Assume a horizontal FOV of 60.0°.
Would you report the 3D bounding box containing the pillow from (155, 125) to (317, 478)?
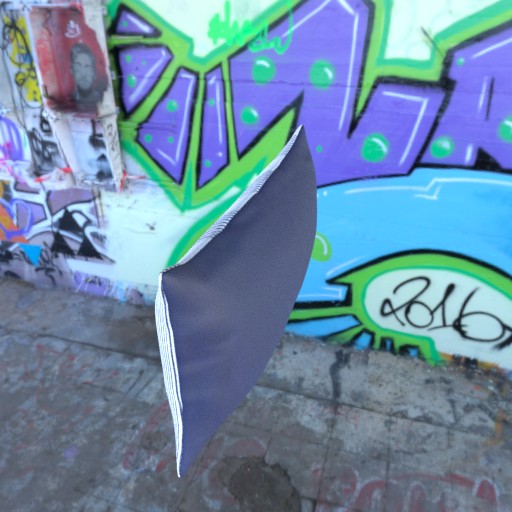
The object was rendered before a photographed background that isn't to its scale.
[{"bbox_3d":[0.000,0.000,0.710,0.151,0.287,0.610,8,30,15],"label":"pillow"}]
